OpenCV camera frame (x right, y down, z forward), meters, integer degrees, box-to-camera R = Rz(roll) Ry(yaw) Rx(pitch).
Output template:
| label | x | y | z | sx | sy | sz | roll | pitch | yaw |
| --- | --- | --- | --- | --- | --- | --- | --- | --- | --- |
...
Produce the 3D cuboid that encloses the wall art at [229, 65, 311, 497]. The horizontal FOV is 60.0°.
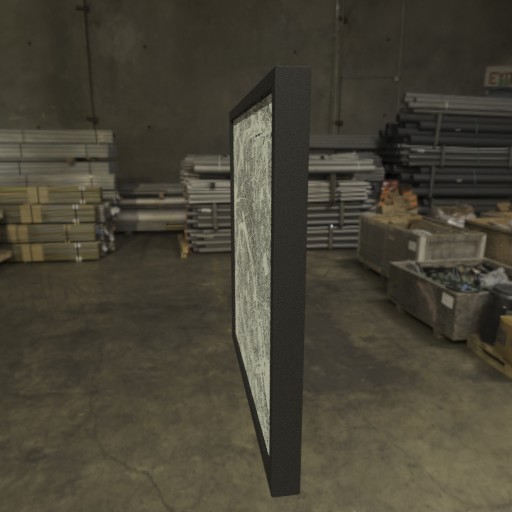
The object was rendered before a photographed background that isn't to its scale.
| label | x | y | z | sx | sy | sz | roll | pitch | yaw |
| --- | --- | --- | --- | --- | --- | --- | --- | --- | --- |
| wall art | 0.000 | 0.000 | 0.747 | 0.037 | 0.508 | 0.508 | -2 | 13 | -8 |
